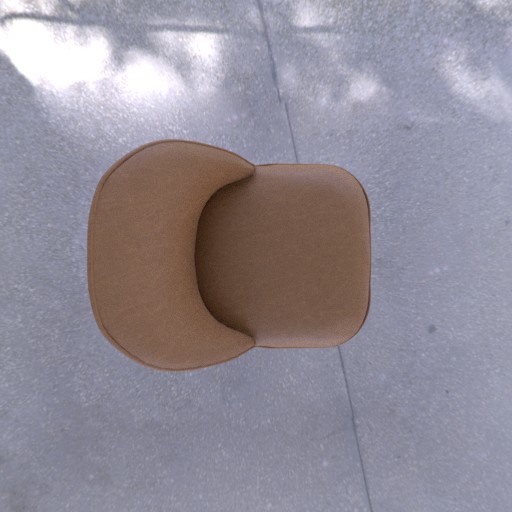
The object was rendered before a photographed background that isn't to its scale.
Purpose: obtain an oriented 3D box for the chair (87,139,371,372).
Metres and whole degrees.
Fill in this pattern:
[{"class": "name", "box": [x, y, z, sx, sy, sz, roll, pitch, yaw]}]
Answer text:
[{"class": "chair", "box": [0.000, 0.000, 1.212, 0.631, 0.831, 0.521, 0, 90, -2]}]
